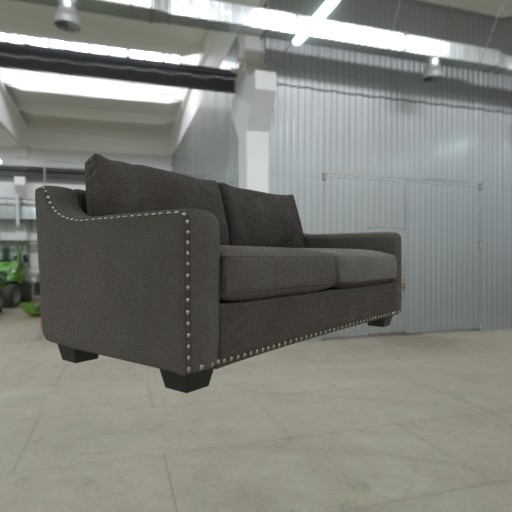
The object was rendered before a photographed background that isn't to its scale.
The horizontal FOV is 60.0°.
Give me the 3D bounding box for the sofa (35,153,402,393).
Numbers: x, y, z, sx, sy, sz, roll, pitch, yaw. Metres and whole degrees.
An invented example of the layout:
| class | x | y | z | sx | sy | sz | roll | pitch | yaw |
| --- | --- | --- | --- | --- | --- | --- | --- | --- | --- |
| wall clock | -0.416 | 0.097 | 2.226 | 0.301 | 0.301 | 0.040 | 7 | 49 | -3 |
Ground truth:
| class | x | y | z | sx | sy | sz | roll | pitch | yaw |
| --- | --- | --- | --- | --- | --- | --- | --- | --- | --- |
| sofa | 0.000 | 0.000 | 3.208 | 1.336 | 1.196 | 2.550 | 0 | 0 | 38 |
